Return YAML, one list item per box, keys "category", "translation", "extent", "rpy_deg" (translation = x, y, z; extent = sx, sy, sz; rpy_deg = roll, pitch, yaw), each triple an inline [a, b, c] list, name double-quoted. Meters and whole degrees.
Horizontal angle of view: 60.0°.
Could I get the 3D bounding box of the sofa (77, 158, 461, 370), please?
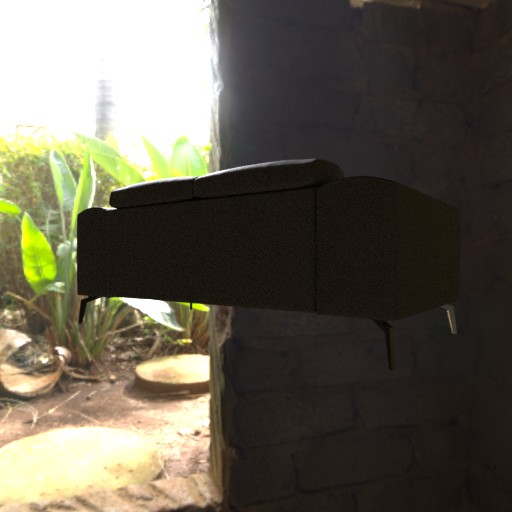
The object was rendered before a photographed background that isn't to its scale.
- category: "sofa"
  translation: [0.000, 0.000, 2.407]
  extent: [1.895, 0.779, 1.003]
  rpy_deg: [0, -1, 36]
